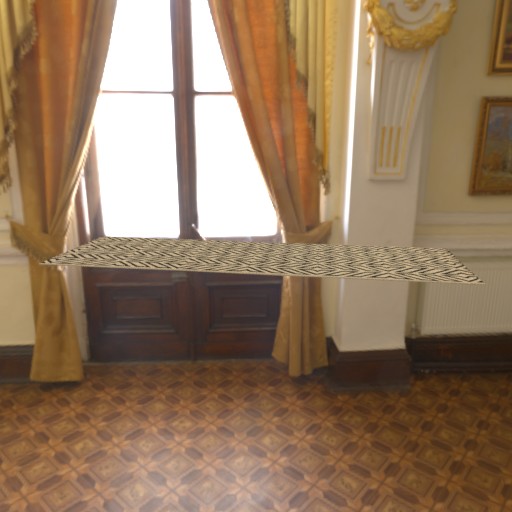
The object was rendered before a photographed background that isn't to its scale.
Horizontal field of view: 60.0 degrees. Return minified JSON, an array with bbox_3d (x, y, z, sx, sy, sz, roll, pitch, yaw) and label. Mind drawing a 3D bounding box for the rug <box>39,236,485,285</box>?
[{"bbox_3d":[0.000,0.000,2.750,2.435,0.009,0.750,2,15,9],"label":"rug"}]
